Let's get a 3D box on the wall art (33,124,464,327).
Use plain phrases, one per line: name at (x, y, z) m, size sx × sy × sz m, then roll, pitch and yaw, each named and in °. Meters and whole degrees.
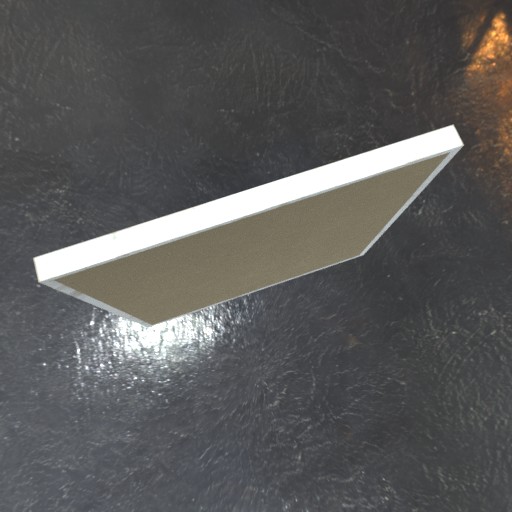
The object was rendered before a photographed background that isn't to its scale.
wall art at (0.000, 0.000, 0.749) m, size 0.508 × 0.506 × 0.029 m, roll -18°, pitch 76°, yaw -5°
